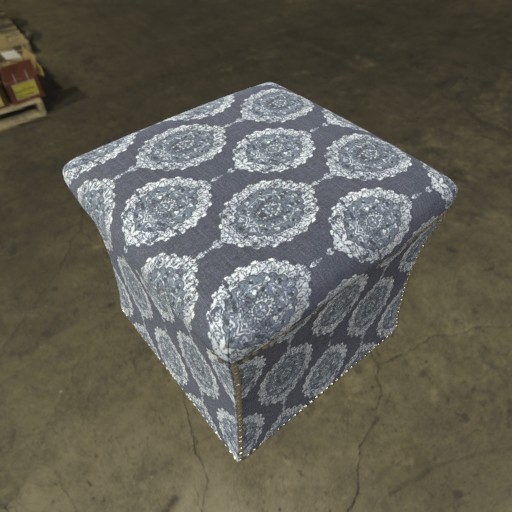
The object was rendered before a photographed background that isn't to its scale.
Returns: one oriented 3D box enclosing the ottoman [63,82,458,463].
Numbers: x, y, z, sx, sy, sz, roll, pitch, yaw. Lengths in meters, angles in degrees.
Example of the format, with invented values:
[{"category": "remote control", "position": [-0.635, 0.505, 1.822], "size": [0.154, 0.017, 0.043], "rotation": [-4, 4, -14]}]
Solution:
[{"category": "ottoman", "position": [0.000, 0.000, 0.894], "size": [0.507, 0.475, 0.497], "rotation": [-31, 55, -26]}]
